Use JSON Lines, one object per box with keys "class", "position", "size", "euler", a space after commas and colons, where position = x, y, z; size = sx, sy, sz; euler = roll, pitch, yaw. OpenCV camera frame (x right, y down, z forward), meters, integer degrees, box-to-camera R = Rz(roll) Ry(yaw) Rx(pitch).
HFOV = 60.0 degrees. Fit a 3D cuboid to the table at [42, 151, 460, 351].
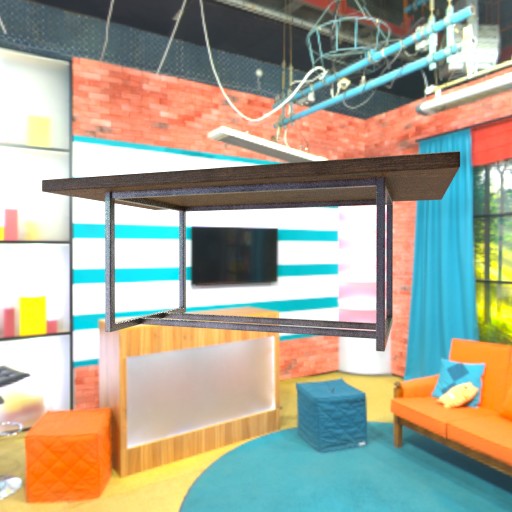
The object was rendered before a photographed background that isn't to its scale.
{"class": "table", "position": [0.000, 0.000, 2.488], "size": [1.989, 0.795, 1.078], "euler": [0, 0, 19]}
